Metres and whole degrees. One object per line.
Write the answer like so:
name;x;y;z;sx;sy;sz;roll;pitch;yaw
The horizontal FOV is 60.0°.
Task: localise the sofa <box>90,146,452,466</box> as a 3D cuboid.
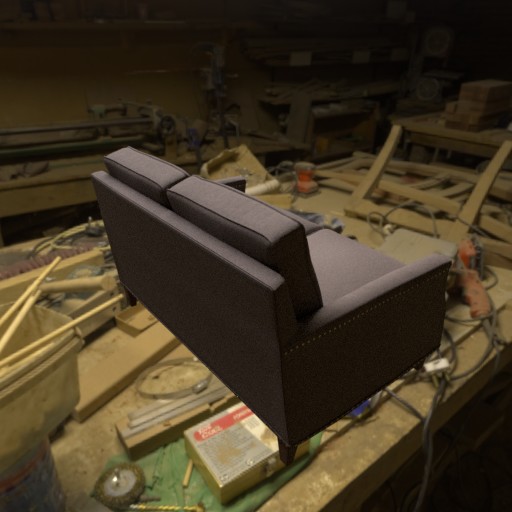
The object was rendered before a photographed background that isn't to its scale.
sofa;0.000;0.000;2.266;1.084;1.003;1.597;-20;33;-34
